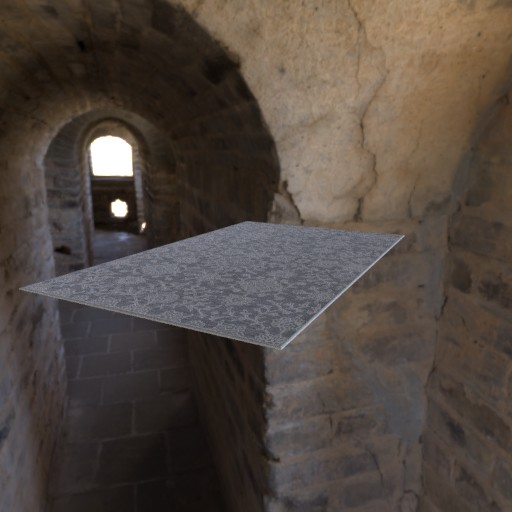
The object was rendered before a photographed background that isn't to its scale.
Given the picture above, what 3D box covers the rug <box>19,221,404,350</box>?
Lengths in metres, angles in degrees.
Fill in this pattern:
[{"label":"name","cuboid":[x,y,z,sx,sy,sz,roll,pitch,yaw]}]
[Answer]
[{"label":"rug","cuboid":[0.000,0.000,3.016,1.515,0.010,2.430,7,16,27]}]
